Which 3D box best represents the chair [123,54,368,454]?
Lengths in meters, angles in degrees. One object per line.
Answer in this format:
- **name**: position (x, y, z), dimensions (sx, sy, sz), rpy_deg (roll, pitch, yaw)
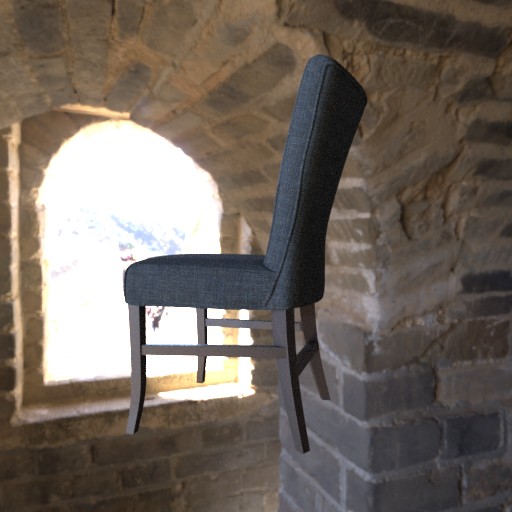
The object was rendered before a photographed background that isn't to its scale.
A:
- **chair**: position (0.000, 0.000, 1.371), dimensions (0.660, 0.991, 0.520), rpy_deg (1, 2, 17)
